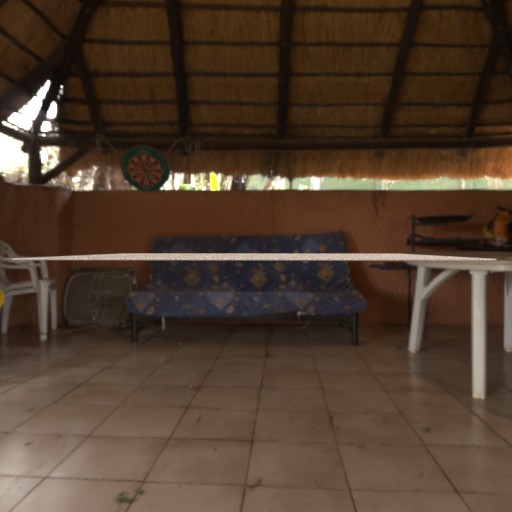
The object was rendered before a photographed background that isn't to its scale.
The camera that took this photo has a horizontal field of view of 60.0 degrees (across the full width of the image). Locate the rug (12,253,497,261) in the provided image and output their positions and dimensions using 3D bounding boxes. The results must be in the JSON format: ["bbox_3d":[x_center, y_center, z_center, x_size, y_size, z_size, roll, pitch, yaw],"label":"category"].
[{"bbox_3d":[0.000,0.000,2.830,2.238,0.008,1.593,0,1,2],"label":"rug"}]
